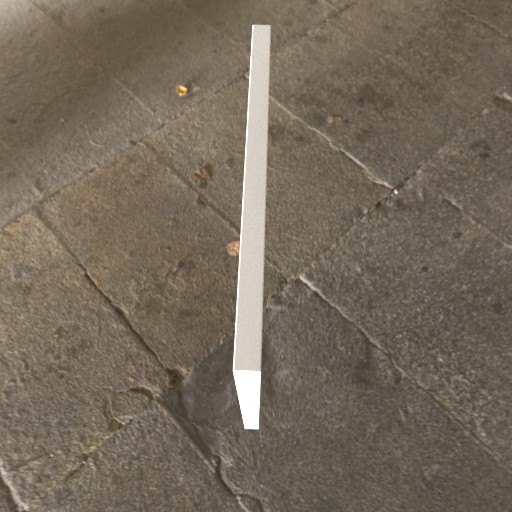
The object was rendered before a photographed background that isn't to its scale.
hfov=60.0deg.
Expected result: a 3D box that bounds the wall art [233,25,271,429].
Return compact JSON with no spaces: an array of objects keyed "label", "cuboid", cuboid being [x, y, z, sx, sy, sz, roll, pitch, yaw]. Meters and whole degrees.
[{"label":"wall art","cuboid":[0.000,0.000,1.147,0.040,0.762,0.762,2,63,1]}]
